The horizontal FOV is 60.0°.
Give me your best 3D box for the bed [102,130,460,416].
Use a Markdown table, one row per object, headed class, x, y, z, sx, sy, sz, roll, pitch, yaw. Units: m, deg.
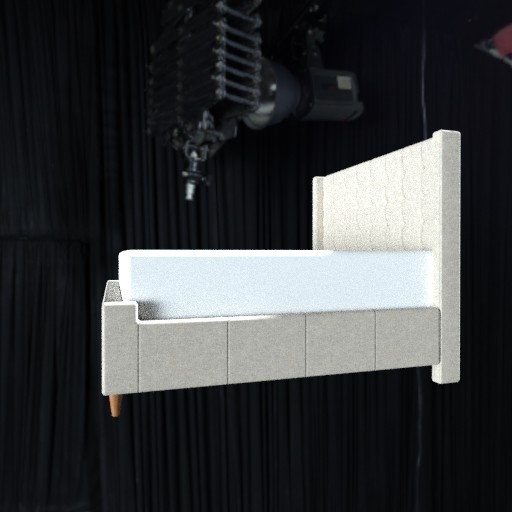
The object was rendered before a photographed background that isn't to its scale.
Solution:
| class | x | y | z | sx | sy | sz | roll | pitch | yaw |
| --- | --- | --- | --- | --- | --- | --- | --- | --- | --- |
| bed | 0.000 | 0.000 | 3.677 | 2.370 | 1.743 | 2.045 | 0 | 0 | -18 |
